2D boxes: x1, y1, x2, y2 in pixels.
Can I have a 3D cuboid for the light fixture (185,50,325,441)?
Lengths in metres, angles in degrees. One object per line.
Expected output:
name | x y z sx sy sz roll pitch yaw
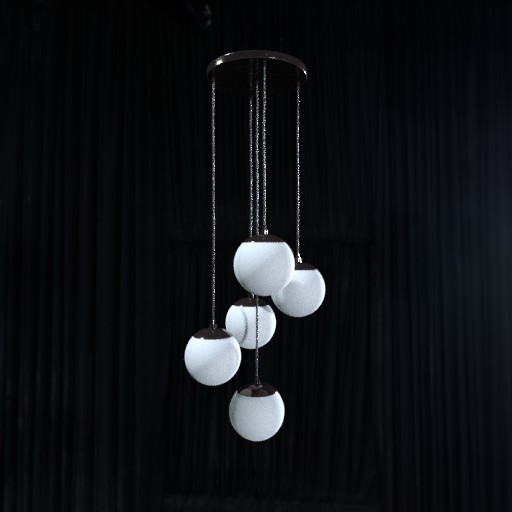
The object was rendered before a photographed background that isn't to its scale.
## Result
light fixture | 0.000 0.000 1.543 0.484 1.271 0.489 0 0 1
